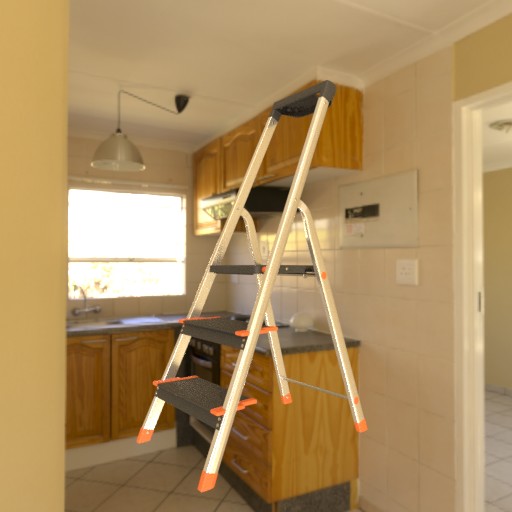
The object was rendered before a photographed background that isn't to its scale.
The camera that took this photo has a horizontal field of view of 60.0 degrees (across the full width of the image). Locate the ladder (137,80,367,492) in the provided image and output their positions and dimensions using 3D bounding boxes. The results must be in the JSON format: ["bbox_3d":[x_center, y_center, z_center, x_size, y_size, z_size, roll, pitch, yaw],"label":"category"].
[{"bbox_3d":[0.000,0.000,1.523,0.686,1.229,0.416,1,-1,-38],"label":"ladder"}]
